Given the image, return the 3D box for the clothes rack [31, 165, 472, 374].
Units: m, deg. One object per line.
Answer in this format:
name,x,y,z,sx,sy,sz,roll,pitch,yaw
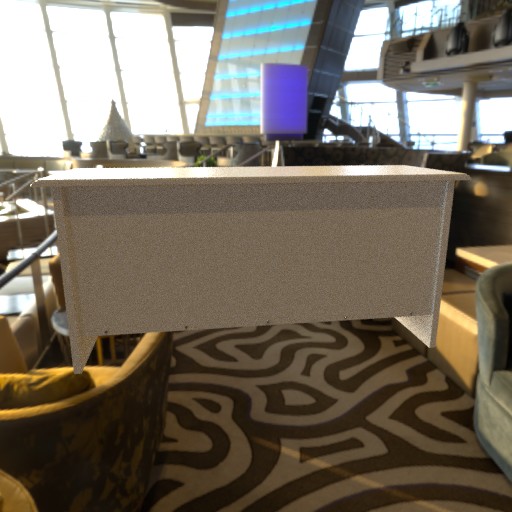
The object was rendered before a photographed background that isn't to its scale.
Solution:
clothes rack,0.000,0.000,1.474,1.218,0.558,0.405,-2,15,-8
